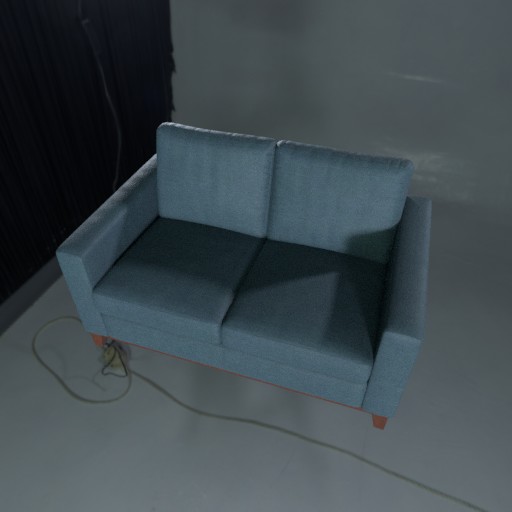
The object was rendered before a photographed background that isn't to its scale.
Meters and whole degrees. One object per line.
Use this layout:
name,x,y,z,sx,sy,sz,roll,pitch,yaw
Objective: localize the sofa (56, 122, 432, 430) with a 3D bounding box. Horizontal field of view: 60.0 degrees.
sofa,0.000,0.000,2.103,1.489,0.903,0.955,12,42,14
